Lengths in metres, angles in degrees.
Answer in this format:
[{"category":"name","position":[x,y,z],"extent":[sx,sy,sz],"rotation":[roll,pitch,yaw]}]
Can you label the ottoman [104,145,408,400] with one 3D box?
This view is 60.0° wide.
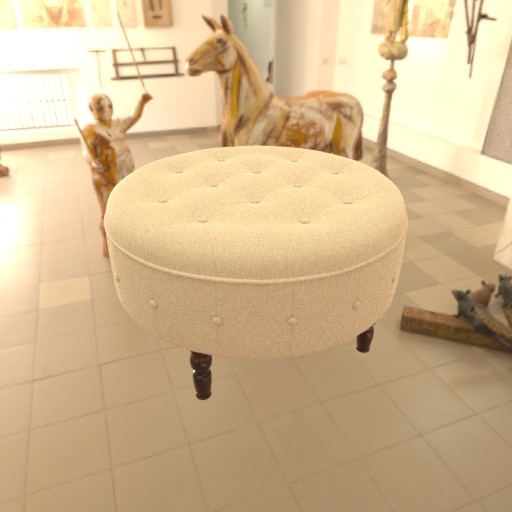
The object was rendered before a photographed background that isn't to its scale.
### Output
[{"category":"ottoman","position":[0.000,0.000,1.370],"extent":[0.848,0.494,0.848],"rotation":[0,29,0]}]
